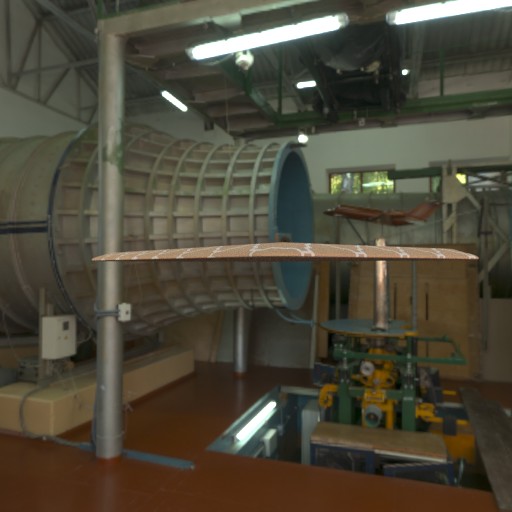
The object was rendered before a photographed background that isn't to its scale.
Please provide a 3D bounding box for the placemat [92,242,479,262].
[{"bbox_3d":[0.000,0.000,0.982,0.508,0.021,0.762,1,-1,-37],"label":"placemat"}]
